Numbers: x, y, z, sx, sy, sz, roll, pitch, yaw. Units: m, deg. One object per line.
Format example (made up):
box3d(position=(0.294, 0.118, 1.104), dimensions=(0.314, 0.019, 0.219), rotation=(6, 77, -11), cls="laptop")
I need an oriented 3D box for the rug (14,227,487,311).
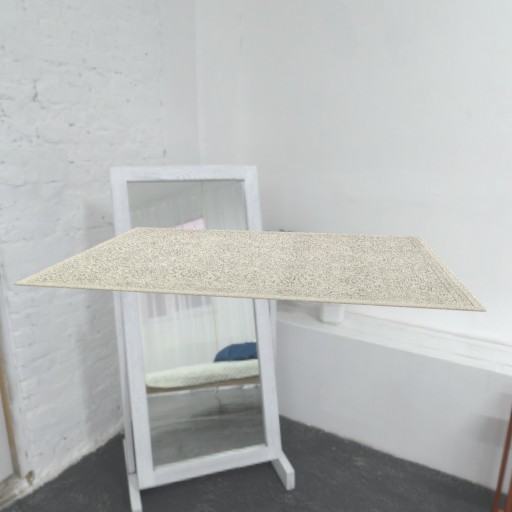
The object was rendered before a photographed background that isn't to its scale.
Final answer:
box3d(position=(0.000, 0.000, 2.829), dimensions=(2.286, 0.011, 1.524), rotation=(2, 15, 9), cls="rug")
